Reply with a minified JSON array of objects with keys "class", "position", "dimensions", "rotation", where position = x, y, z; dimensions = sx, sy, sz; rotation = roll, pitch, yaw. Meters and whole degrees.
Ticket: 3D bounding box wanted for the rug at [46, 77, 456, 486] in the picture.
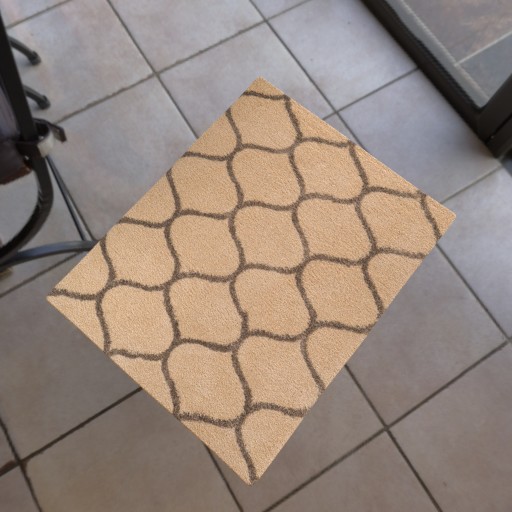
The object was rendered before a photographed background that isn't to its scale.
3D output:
[{"class":"rug","position":[0.000,0.000,4.040],"dimensions":[2.399,0.026,3.000],"rotation":[39,78,10]}]
